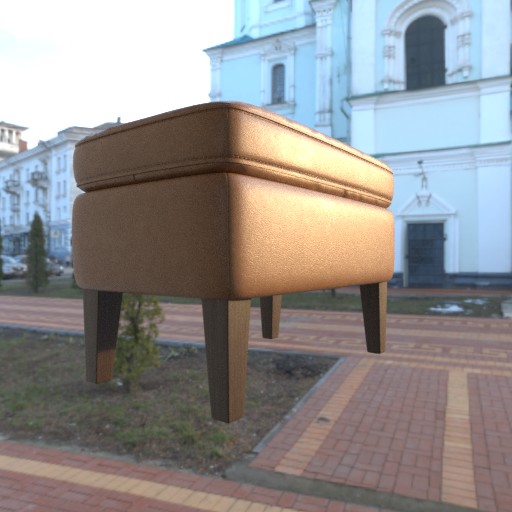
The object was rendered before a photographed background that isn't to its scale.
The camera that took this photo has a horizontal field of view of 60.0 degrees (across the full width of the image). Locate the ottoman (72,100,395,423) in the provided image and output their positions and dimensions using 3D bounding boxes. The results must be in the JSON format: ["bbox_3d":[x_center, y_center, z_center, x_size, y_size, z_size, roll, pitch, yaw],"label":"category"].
[{"bbox_3d":[0.000,0.000,0.965,0.420,0.480,0.670,0,0,37],"label":"ottoman"}]
